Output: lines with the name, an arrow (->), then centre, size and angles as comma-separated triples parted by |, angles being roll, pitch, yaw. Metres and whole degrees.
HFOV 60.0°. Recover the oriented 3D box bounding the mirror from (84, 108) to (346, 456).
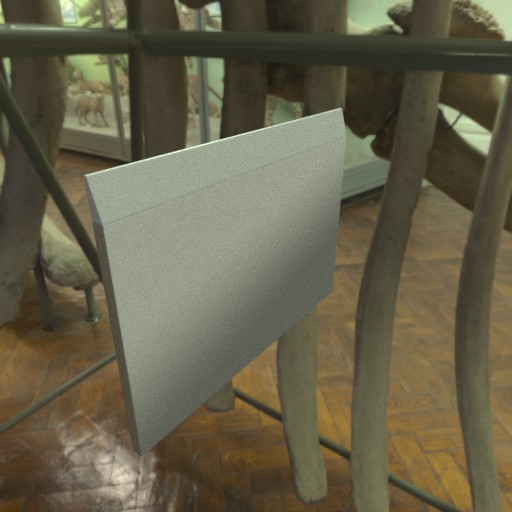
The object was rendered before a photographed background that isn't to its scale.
mirror -> 0.000, 0.000, 1.149 | 0.030, 0.630, 0.870 | 19, 32, 33
